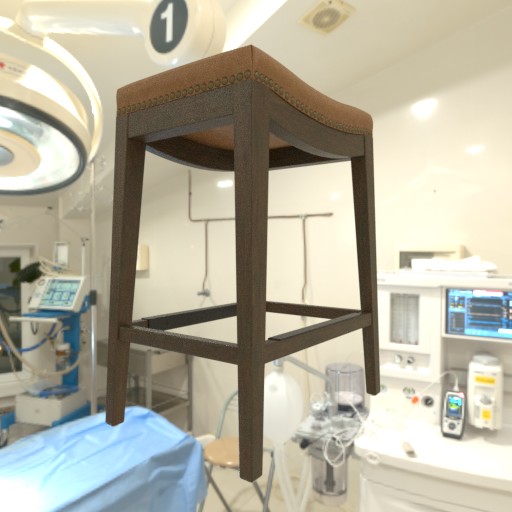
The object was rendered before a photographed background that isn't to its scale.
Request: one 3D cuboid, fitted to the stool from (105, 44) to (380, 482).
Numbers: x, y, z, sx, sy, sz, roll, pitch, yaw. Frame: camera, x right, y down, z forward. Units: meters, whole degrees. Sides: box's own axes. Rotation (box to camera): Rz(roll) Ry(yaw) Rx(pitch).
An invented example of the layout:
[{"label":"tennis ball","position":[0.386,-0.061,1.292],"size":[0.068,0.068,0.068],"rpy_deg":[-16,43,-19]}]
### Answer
[{"label":"stool","position":[0.000,0.000,0.948],"size":[0.361,0.660,0.500],"rpy_deg":[1,2,37]}]
